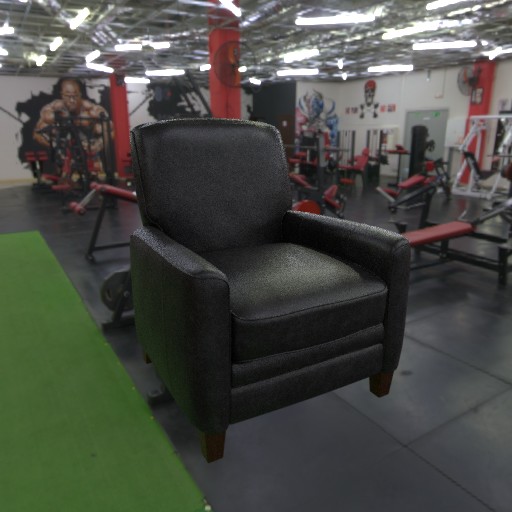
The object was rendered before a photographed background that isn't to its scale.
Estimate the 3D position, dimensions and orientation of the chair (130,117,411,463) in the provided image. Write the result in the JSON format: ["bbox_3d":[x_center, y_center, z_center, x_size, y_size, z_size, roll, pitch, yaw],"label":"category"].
[{"bbox_3d":[0.000,0.000,1.682,0.848,1.014,0.864,-9,19,-28],"label":"chair"}]
